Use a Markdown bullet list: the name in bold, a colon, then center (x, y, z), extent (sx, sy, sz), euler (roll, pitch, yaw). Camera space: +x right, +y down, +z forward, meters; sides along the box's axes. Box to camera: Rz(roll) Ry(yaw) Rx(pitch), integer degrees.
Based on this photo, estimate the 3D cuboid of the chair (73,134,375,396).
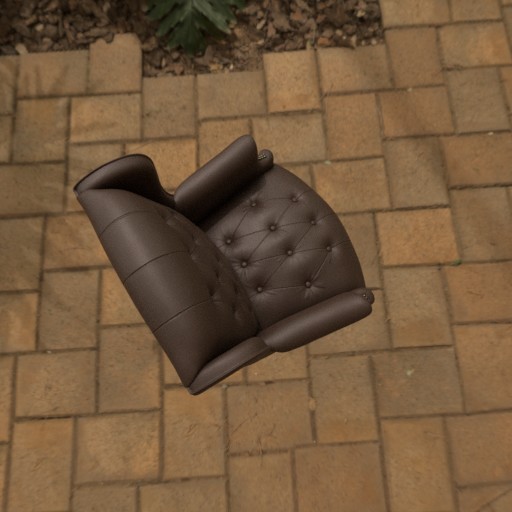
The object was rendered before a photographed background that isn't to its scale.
- **chair**: center (0.000, 0.000, 1.703), extent (0.819, 1.132, 0.829), euler (-32, 77, -8)
